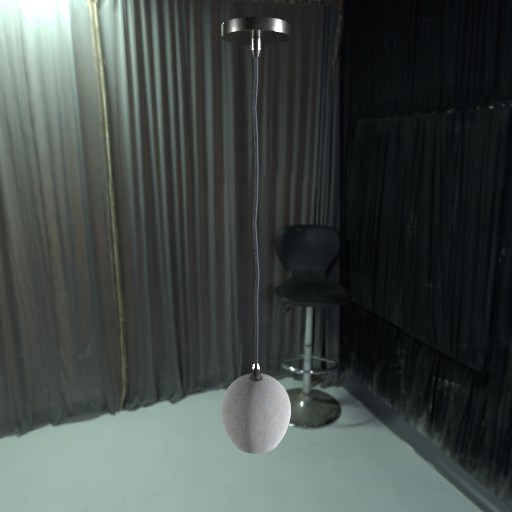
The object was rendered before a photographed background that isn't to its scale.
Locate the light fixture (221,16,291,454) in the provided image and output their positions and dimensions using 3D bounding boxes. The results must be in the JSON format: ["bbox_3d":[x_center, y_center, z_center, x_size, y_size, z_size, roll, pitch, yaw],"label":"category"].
[{"bbox_3d":[0.000,0.000,0.808,0.139,0.764,0.139,-7,16,-26],"label":"light fixture"}]
